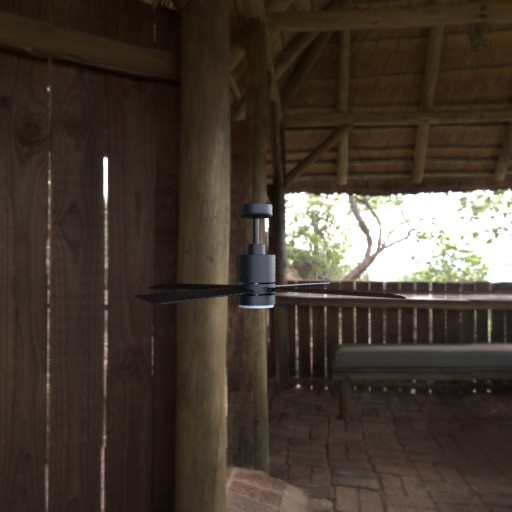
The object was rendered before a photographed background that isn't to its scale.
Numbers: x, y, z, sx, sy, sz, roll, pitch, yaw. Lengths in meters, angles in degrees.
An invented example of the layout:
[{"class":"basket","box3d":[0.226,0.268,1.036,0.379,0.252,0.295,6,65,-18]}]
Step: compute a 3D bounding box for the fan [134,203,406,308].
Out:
[{"class":"fan","box3d":[0.000,0.000,2.336,1.525,0.534,1.525,-1,-1,35]}]
